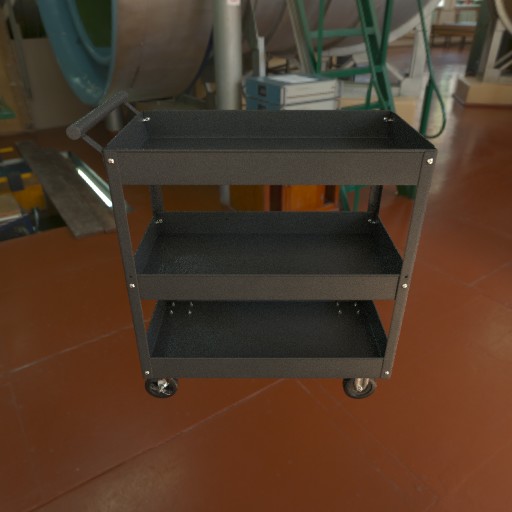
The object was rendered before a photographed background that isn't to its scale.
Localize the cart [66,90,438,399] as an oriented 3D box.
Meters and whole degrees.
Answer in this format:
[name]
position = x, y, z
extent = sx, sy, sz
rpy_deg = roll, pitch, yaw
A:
[cart]
position = 0.000, 0.000, 1.187
extent = 0.719, 0.780, 0.366
rpy_deg = 0, 30, 0
